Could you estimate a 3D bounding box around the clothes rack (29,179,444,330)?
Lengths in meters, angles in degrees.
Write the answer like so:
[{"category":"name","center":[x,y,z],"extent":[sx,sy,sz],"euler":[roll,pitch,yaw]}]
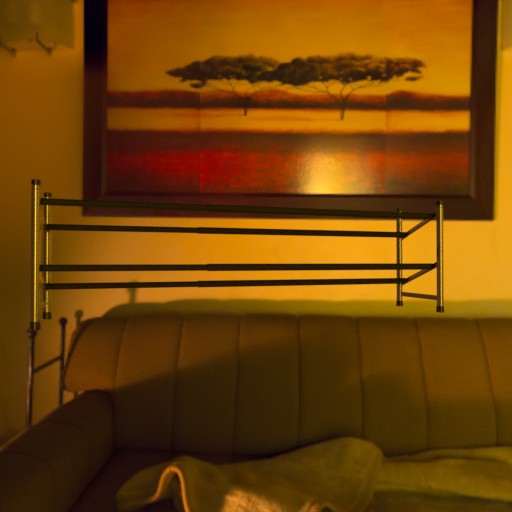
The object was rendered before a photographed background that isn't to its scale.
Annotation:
[{"category":"clothes rack","center":[0.000,0.000,1.305],"extent":[1.168,0.349,0.229],"euler":[0,-1,-18]}]
